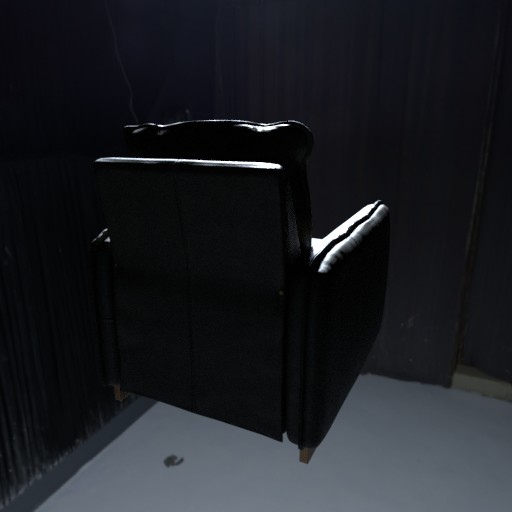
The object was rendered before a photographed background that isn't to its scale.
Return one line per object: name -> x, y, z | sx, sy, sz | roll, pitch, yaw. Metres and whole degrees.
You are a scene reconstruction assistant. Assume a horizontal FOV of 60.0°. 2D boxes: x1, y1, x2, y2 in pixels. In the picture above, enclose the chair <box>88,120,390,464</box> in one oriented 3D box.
chair -> 0.000, 0.000, 1.596 | 0.830, 0.921, 0.921 | 8, 18, 25
